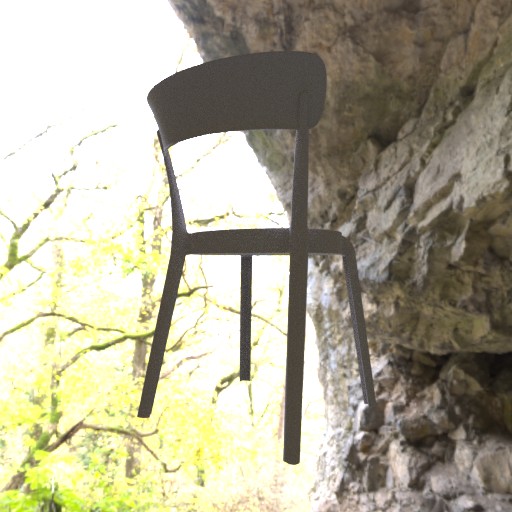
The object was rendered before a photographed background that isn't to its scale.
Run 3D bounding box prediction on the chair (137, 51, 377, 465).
[{"bbox_3d":[0.000,0.000,1.118,0.506,0.790,0.491,-1,-1,36],"label":"chair"}]
